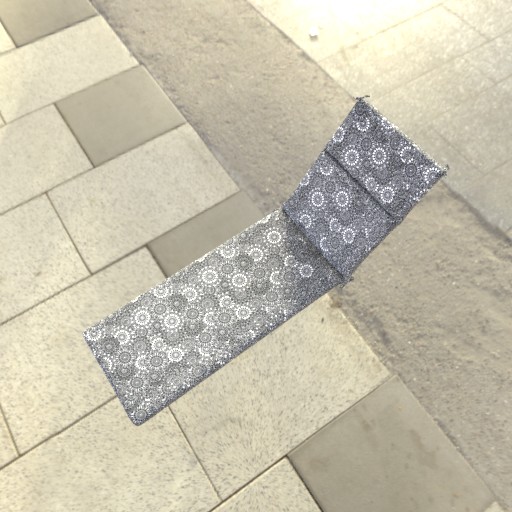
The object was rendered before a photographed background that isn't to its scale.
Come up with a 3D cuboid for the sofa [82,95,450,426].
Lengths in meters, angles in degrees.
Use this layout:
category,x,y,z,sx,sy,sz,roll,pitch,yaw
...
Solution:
category,x,y,z,sx,sy,sz,roll,pitch,yaw
sofa,0.000,0.000,1.986,1.663,0.622,0.582,-33,68,-15
